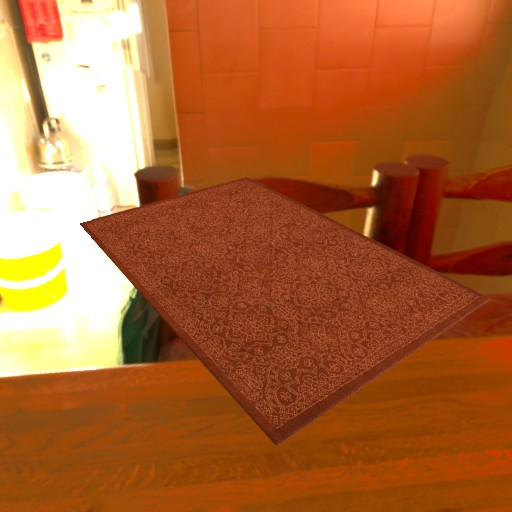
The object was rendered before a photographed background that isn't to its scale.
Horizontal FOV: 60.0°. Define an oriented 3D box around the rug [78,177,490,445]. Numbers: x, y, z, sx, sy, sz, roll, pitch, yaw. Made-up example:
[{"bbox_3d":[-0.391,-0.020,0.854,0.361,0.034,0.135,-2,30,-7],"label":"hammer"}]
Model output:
[{"bbox_3d":[0.000,0.000,2.265,1.219,0.010,1.829,-21,37,-31],"label":"rug"}]
